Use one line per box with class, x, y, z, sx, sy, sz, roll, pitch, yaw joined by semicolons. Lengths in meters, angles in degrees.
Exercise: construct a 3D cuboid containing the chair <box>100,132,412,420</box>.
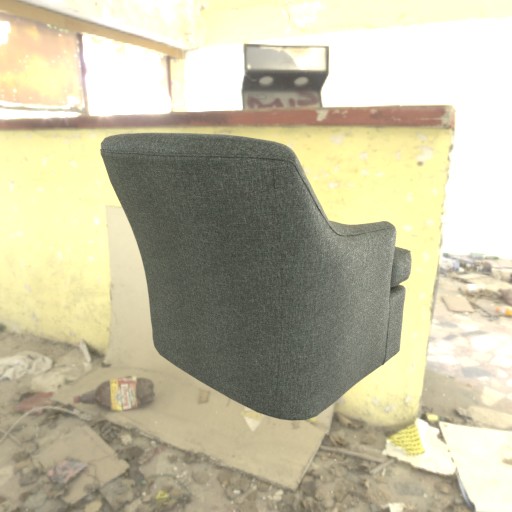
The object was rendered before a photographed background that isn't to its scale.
chair;0.000;0.000;1.602;0.864;0.856;0.923;14;21;43
